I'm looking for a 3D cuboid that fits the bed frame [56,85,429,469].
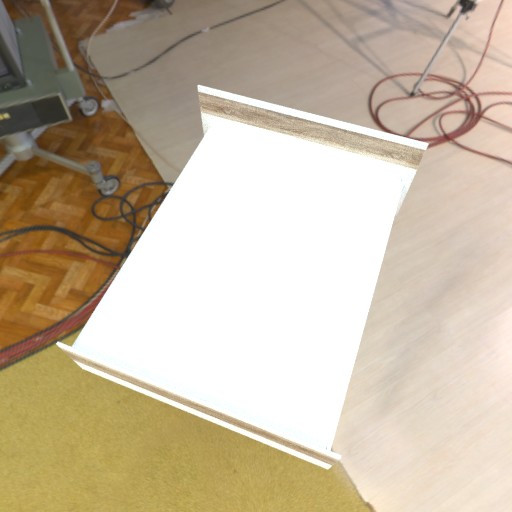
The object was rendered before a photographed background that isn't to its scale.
[{"bbox_3d":[0.000,0.000,3.005,1.720,0.800,2.060,18,60,11],"label":"bed frame"}]
